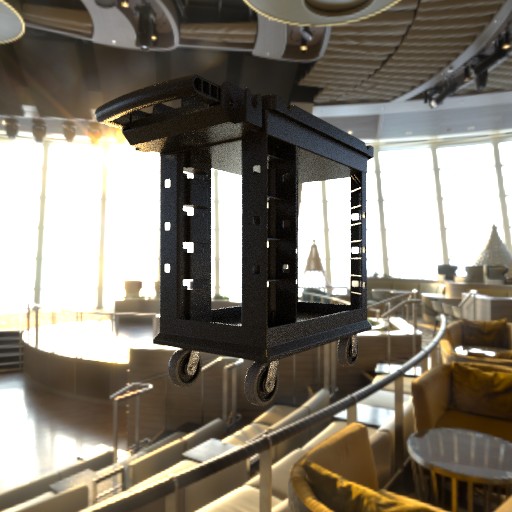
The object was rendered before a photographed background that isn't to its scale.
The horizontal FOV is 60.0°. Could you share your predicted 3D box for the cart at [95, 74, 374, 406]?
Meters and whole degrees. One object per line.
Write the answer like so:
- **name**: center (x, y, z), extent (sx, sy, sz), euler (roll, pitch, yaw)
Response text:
- **cart**: center (0.000, 0.000, 1.561), extent (0.497, 0.884, 1.061), euler (0, -1, 37)
